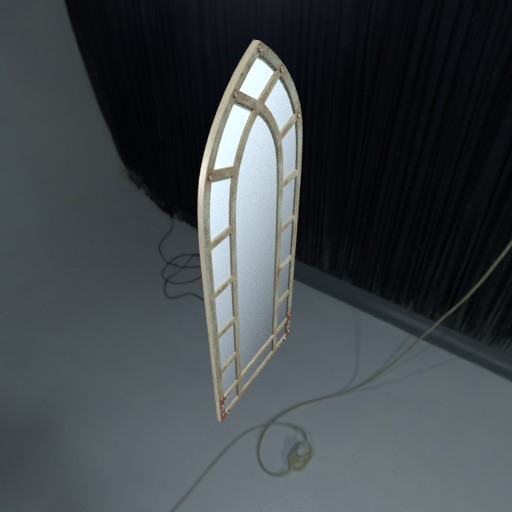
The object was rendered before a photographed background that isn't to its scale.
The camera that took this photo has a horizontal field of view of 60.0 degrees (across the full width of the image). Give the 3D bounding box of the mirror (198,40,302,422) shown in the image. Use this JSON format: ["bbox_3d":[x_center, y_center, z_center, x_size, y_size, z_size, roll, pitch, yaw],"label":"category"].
[{"bbox_3d":[0.000,0.000,1.298,0.025,1.175,0.464,23,46,25],"label":"mirror"}]
